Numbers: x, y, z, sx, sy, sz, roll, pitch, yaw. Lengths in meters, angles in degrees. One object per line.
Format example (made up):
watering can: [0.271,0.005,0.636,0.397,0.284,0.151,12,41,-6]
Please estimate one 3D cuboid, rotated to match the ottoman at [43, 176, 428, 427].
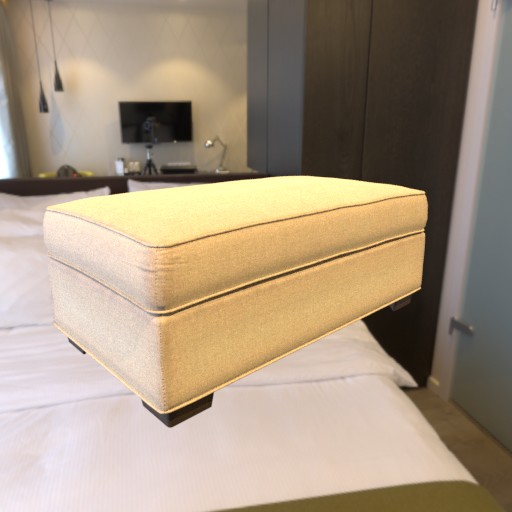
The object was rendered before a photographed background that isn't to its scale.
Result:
ottoman: [0.000,0.000,1.422,1.097,0.448,0.617,-15,22,-41]
